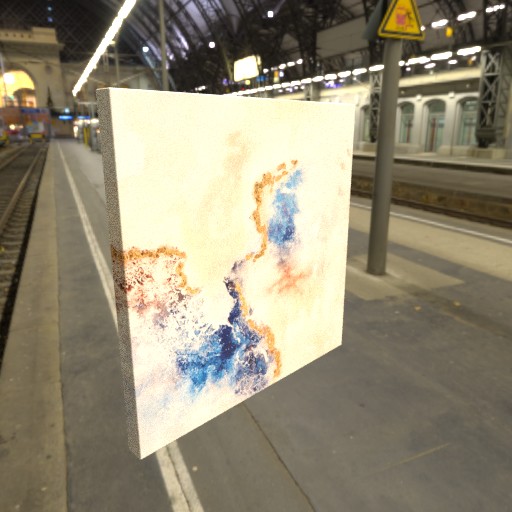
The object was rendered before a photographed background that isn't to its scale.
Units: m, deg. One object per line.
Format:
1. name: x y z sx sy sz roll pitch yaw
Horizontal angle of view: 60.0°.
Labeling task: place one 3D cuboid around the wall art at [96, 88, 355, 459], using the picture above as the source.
1. wall art: 0.000 0.000 1.583 0.071 1.061 1.061 15 22 43
